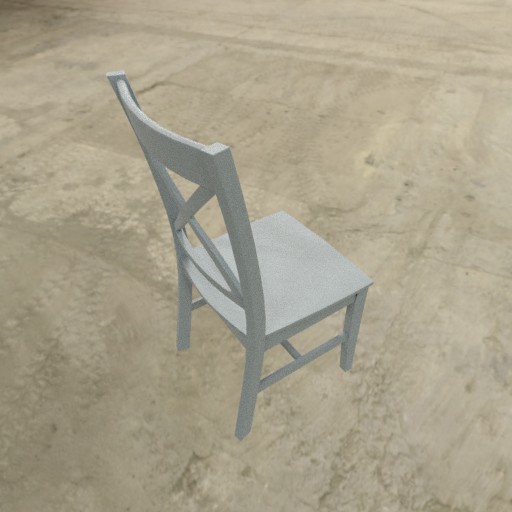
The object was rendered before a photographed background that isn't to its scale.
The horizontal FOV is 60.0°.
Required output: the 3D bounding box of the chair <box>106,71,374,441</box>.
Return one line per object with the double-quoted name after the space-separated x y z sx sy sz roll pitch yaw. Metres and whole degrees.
0.000 0.000 1.273 0.542 0.983 0.485 -24 45 -25 "chair"
